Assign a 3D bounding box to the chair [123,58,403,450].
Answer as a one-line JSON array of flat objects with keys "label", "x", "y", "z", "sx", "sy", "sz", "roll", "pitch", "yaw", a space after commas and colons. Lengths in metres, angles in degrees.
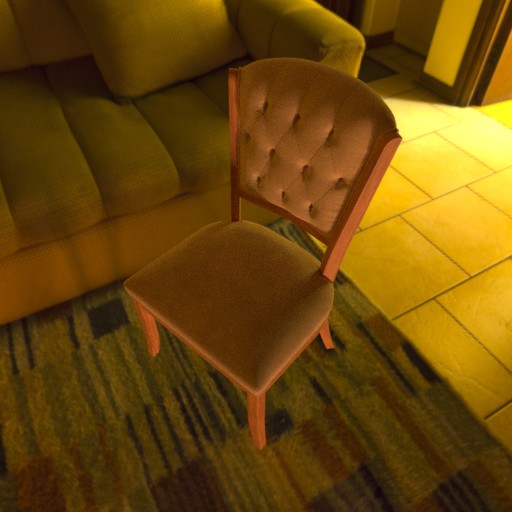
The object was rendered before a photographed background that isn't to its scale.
[{"label": "chair", "x": 0.000, "y": 0.000, "z": 1.256, "sx": 0.513, "sy": 0.905, "sz": 0.584, "roll": 32, "pitch": 55, "yaw": 26}]
